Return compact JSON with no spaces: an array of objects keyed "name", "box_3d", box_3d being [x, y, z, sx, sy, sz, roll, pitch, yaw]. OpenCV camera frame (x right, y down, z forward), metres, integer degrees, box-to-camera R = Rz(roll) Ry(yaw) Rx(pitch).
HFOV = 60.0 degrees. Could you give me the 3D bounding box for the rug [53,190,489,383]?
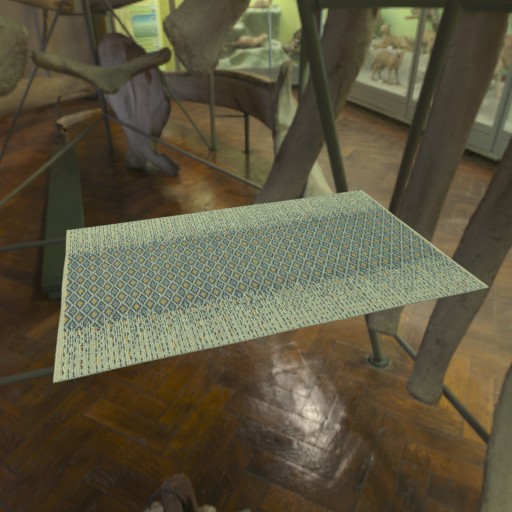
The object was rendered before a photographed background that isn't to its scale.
[{"name":"rug","box_3d":[0.000,0.000,2.970,2.448,0.008,1.541,-10,33,-15]}]
